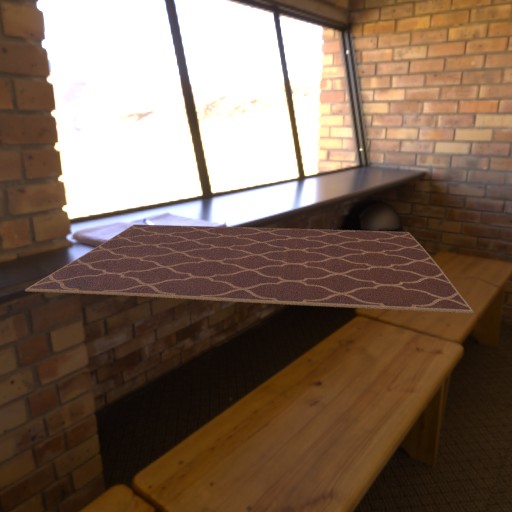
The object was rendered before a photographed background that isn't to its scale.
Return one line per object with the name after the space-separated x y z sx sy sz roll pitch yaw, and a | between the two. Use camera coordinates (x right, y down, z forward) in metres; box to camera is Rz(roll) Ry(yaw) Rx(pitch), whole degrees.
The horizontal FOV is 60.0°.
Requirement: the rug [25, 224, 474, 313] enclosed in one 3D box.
0.000 0.000 2.941 2.290 0.014 1.526 2 17 7 | rug
